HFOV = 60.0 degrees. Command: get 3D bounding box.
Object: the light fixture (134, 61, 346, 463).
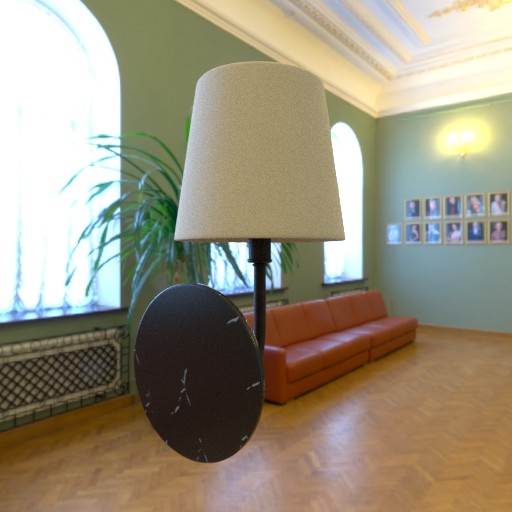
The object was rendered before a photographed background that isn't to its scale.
[{"bbox_3d":[0.000,0.000,0.441,0.168,0.337,0.188,0,0,36],"label":"light fixture"}]
